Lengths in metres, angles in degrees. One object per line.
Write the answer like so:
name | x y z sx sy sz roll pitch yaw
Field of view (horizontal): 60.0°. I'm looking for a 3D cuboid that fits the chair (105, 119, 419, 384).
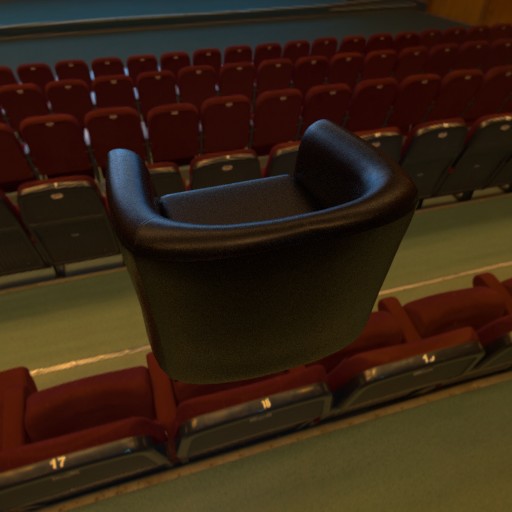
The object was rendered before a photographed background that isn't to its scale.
chair | 0.000 0.000 1.397 0.793 0.756 0.727 -12 43 -13
